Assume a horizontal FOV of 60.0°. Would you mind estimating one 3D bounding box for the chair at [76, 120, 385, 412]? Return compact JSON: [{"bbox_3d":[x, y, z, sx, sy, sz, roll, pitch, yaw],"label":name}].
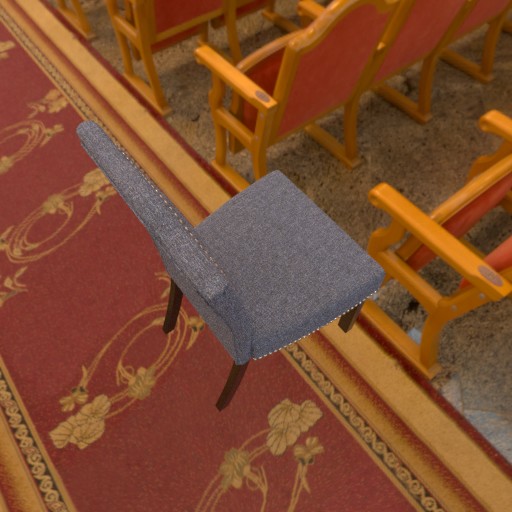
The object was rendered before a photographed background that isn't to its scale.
[{"bbox_3d":[0.000,0.000,1.260,0.589,0.946,0.518,-33,64,-19],"label":"chair"}]
